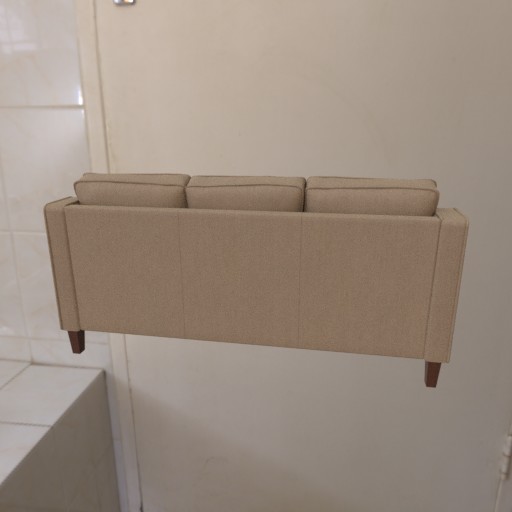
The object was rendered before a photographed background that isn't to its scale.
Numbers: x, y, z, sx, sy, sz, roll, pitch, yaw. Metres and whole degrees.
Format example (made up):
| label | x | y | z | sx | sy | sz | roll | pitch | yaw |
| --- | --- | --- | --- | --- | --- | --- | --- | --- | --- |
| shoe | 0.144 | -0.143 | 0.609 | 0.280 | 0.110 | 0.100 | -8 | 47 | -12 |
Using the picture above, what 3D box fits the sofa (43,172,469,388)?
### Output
| label | x | y | z | sx | sy | sz | roll | pitch | yaw |
| --- | --- | --- | --- | --- | --- | --- | --- | --- | --- |
| sofa | 0.000 | 0.000 | 2.543 | 1.986 | 0.974 | 0.911 | 3 | 17 | 10 |
